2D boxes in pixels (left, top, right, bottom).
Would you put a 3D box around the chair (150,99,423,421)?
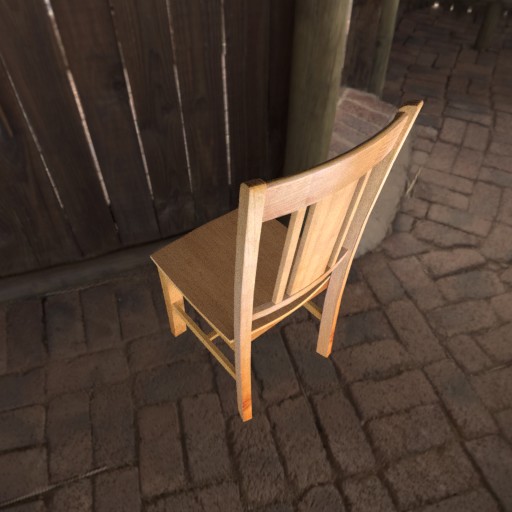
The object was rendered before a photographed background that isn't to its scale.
[{"bbox_3d":[0.000,0.000,1.280,0.450,0.998,0.556,-31,53,-27],"label":"chair"}]
